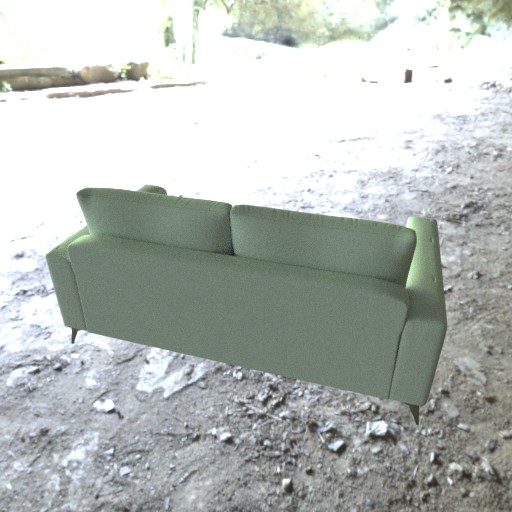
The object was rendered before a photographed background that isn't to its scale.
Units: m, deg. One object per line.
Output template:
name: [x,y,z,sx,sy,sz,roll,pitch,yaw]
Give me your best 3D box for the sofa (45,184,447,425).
sofa: [0.000,0.000,2.135,1.650,0.790,0.920,9,31,15]
